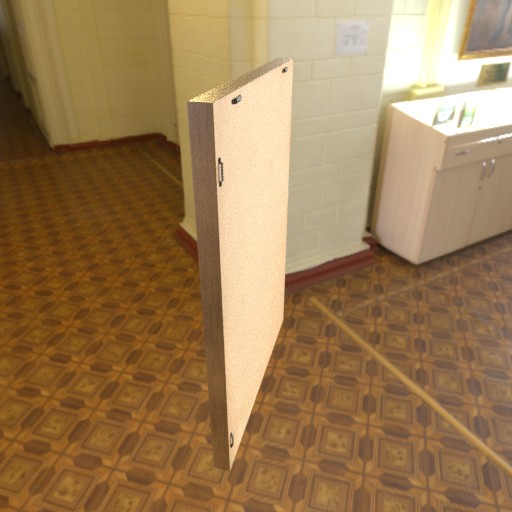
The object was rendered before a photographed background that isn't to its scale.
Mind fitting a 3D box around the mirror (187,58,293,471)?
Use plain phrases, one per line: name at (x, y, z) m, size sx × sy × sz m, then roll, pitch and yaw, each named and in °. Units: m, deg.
mirror at (0.000, 0.000, 0.927) m, size 0.039 × 0.711 × 0.508 m, roll 8°, pitch 31°, yaw 13°
